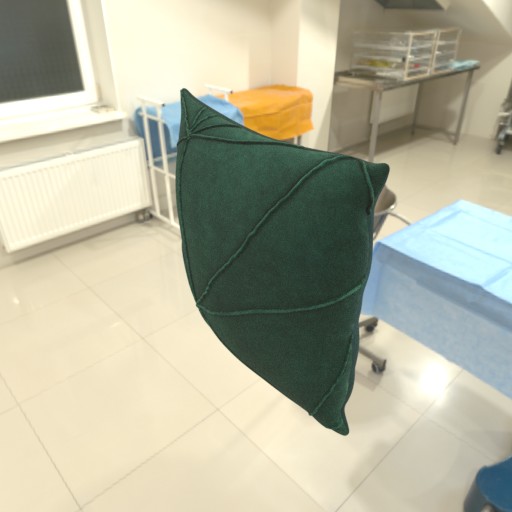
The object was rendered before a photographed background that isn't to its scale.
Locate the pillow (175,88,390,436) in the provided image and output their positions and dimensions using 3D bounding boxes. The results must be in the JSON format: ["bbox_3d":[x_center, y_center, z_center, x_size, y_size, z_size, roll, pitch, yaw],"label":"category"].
[{"bbox_3d":[0.000,0.000,0.698,0.184,0.440,0.439,-21,37,-30],"label":"pillow"}]
